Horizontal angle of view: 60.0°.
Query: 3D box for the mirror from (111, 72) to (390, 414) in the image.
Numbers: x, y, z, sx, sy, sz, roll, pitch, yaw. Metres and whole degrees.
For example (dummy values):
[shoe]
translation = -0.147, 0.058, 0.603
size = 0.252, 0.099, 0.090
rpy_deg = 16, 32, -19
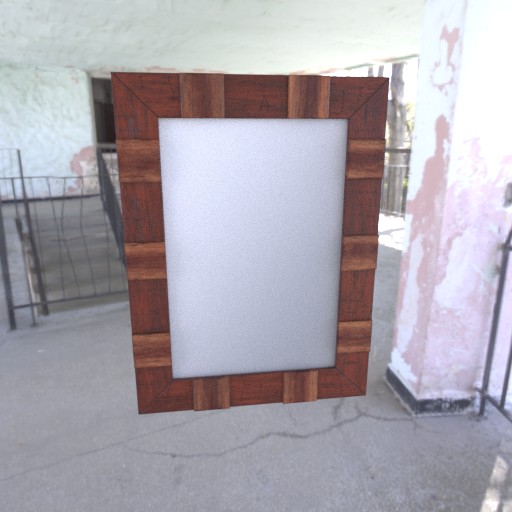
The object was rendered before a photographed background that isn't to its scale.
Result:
[mirror]
translation = 0.000, 0.000, 1.056
size = 0.600, 0.805, 0.021
rpy_deg = -2, 16, -8
